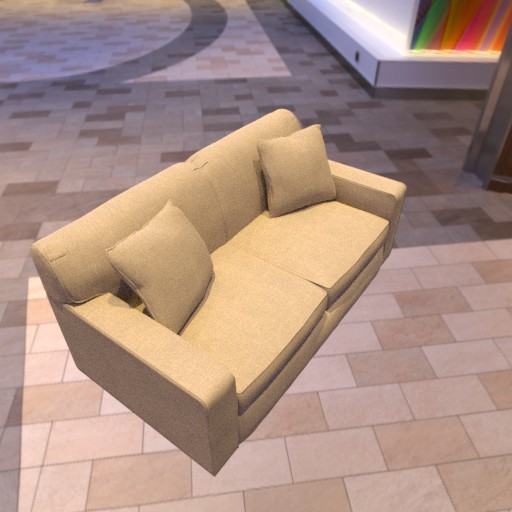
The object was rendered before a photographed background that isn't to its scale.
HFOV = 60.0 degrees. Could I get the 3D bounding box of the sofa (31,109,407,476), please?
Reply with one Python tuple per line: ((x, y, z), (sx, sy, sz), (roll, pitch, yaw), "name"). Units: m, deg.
((0.000, 0.000, 2.408), (0.998, 0.958, 1.846), (25, 46, 27), "sofa")
